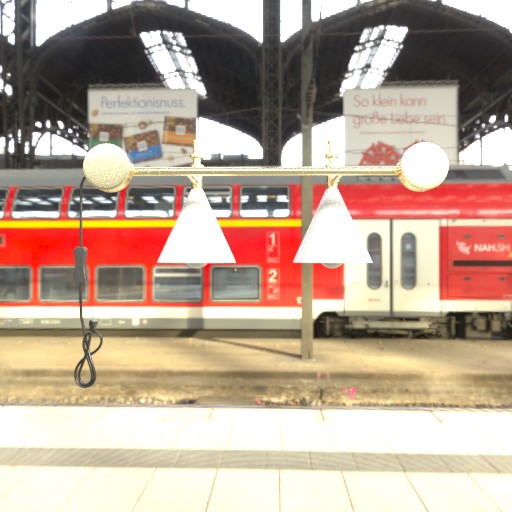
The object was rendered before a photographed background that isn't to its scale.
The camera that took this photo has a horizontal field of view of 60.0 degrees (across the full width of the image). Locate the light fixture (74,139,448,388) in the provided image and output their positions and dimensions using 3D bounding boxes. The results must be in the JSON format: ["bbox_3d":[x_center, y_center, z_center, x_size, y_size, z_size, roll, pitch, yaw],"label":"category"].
[{"bbox_3d":[0.000,0.000,0.855,0.642,0.468,0.239,0,-1,1],"label":"light fixture"}]
